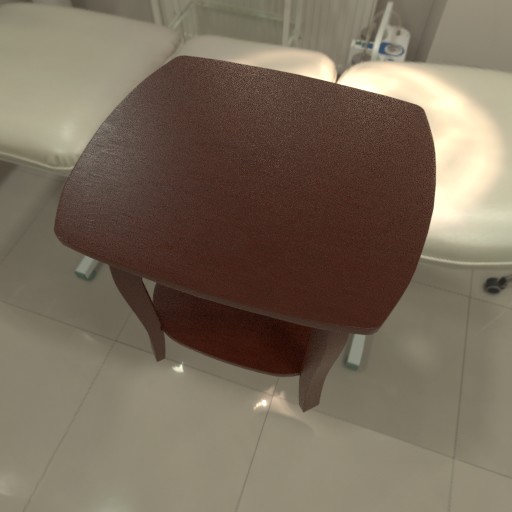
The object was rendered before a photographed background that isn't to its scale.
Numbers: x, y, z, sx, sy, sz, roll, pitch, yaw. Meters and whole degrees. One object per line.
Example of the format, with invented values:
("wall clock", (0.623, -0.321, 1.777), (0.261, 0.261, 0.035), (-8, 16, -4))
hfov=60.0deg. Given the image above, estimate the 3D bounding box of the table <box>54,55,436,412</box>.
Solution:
("table", (0.000, 0.000, 0.844), (0.502, 0.496, 0.433), (16, 59, 10))
